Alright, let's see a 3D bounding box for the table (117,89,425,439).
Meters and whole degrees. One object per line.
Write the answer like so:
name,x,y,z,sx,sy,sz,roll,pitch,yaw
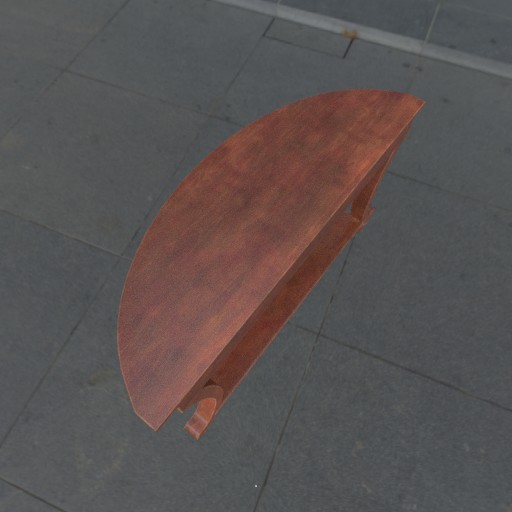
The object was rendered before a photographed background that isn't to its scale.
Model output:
table,0.000,0.000,1.508,0.394,0.699,1.198,34,68,16
